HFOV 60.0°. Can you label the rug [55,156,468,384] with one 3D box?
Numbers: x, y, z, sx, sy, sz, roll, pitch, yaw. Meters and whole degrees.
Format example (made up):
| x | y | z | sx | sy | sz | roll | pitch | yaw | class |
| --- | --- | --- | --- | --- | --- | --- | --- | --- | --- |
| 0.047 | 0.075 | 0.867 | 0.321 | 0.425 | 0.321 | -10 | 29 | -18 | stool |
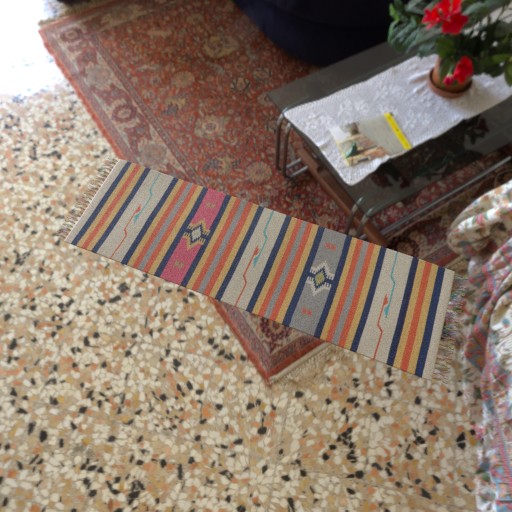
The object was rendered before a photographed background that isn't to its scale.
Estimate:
| x | y | z | sx | sy | sz | roll | pitch | yaw | class |
| --- | --- | --- | --- | --- | --- | --- | --- | --- | --- |
| 0.000 | 0.000 | 2.699 | 2.455 | 0.017 | 0.695 | 20 | 64 | 10 | rug |
